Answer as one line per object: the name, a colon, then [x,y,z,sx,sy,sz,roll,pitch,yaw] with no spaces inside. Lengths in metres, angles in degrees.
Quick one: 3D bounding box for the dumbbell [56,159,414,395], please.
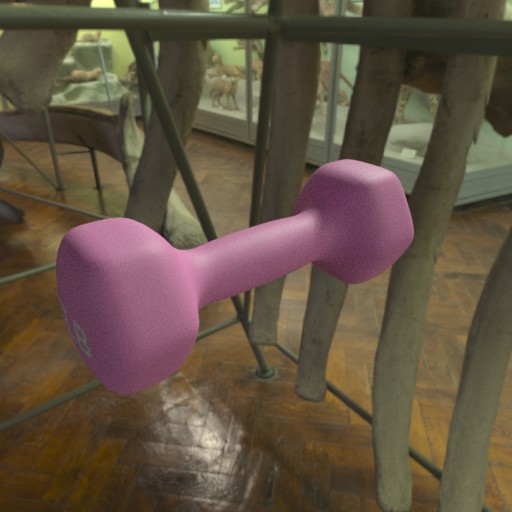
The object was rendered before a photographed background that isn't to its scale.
dumbbell: [0.000,0.000,0.193,0.159,0.058,0.064,-20,34,-32]
